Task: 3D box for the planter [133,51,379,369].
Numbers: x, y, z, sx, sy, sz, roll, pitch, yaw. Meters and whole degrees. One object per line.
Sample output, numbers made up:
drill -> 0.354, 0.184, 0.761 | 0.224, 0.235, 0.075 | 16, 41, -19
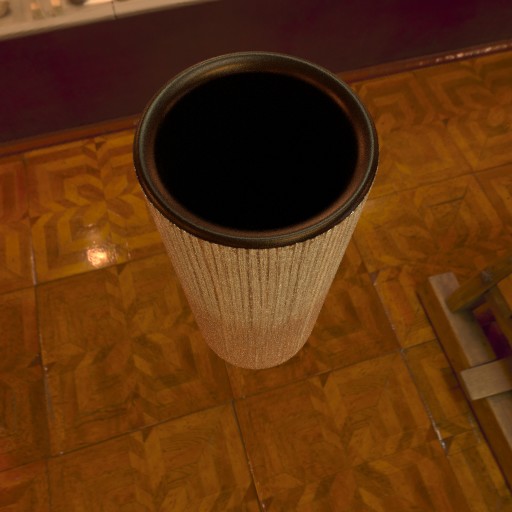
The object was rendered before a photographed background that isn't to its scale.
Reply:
planter -> 0.000, 0.000, 0.281 | 0.100, 0.227, 0.100 | -13, 66, -6
